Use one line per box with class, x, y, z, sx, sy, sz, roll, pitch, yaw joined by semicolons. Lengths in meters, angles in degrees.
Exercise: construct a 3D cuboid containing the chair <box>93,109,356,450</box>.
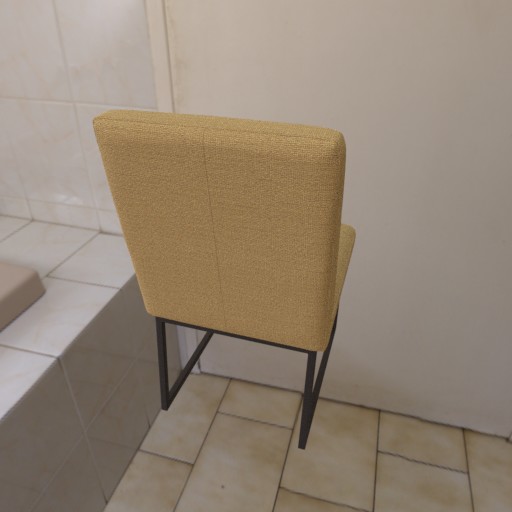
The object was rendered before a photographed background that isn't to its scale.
chair;0.000;0.000;1.306;0.520;0.930;0.634;10;33;15
